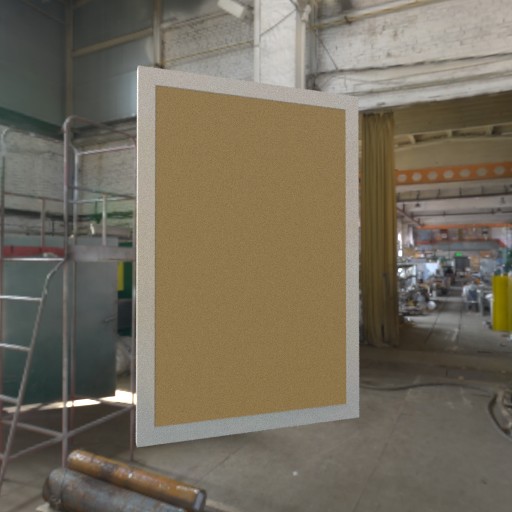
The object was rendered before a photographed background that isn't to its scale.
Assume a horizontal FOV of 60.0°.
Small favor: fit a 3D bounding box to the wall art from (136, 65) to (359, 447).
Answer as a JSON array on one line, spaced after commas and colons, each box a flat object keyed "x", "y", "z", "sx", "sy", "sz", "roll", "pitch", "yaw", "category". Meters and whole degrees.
[{"x": 0.000, "y": 0.000, "z": 1.470, "sx": 0.764, "sy": 1.143, "sz": 0.038, "roll": 0, "pitch": -1, "yaw": -19, "category": "wall art"}]
